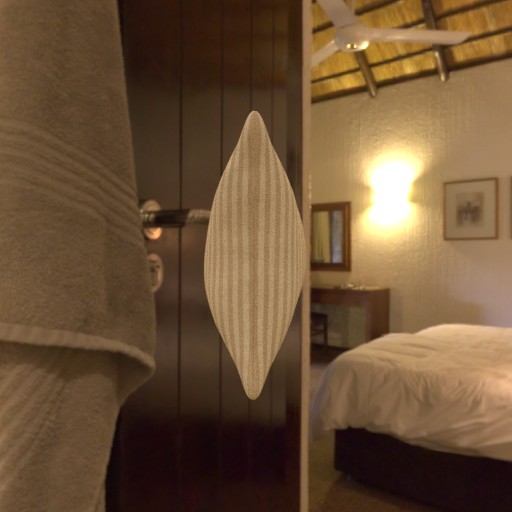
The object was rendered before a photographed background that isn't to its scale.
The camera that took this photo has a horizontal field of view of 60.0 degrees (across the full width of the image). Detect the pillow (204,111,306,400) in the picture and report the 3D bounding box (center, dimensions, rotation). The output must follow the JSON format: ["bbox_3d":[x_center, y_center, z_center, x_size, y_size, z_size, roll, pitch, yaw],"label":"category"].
[{"bbox_3d":[0.000,0.000,0.752,0.151,0.295,0.617,0,0,0],"label":"pillow"}]
